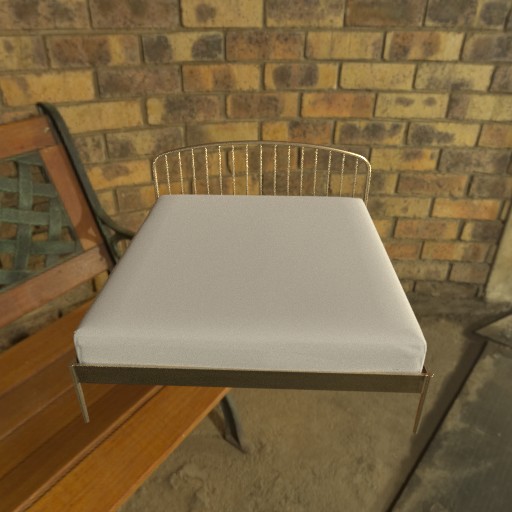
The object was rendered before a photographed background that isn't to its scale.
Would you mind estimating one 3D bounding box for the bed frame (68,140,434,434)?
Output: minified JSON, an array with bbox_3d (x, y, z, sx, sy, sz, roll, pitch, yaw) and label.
[{"bbox_3d":[0.000,0.000,3.308,2.016,1.174,2.152,1,29,2],"label":"bed frame"}]
